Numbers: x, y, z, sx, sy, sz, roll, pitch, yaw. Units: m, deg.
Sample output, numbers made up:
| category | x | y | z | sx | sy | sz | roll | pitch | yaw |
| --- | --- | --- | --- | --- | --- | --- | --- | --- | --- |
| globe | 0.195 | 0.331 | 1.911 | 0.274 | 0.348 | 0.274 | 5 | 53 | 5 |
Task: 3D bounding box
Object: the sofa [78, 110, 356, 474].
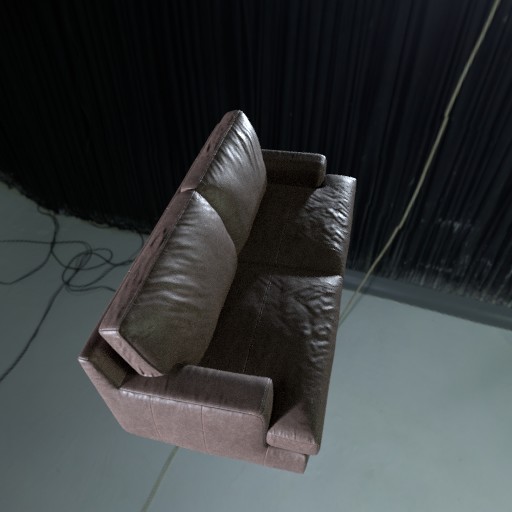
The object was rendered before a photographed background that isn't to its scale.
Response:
| category | x | y | z | sx | sy | sz | roll | pitch | yaw |
| --- | --- | --- | --- | --- | --- | --- | --- | --- | --- |
| sofa | 0.000 | 0.000 | 2.829 | 1.143 | 0.941 | 2.261 | 10 | 46 | 9 |
